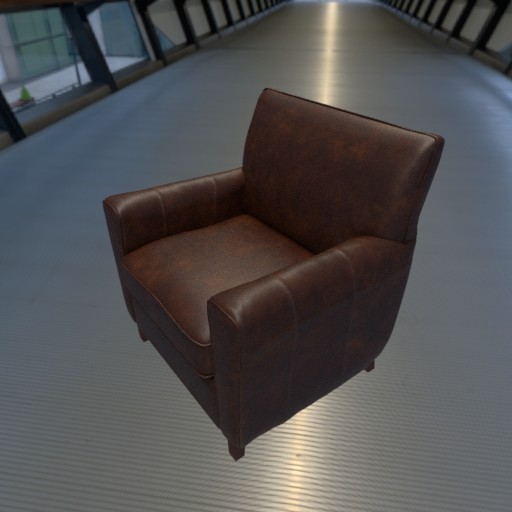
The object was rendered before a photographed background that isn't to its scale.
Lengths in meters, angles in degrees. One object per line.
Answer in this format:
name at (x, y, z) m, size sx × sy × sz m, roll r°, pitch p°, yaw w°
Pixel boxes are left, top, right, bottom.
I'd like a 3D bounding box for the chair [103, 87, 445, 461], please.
chair at (0.000, 0.000, 1.603) m, size 0.823 × 0.943 × 0.870 m, roll -22°, pitch 39°, yaw -30°
